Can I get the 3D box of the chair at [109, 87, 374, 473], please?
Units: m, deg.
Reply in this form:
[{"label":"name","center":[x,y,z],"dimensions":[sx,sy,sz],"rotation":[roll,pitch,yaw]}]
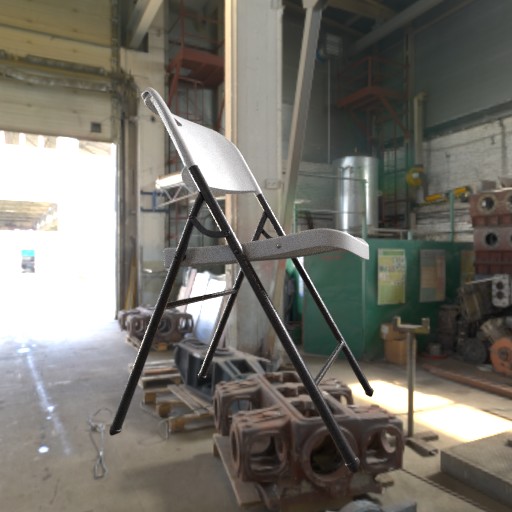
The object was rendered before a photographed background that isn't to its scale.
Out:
[{"label":"chair","center":[0.000,0.000,1.147],"dimensions":[0.566,0.810,0.494],"rotation":[0,0,18]}]
